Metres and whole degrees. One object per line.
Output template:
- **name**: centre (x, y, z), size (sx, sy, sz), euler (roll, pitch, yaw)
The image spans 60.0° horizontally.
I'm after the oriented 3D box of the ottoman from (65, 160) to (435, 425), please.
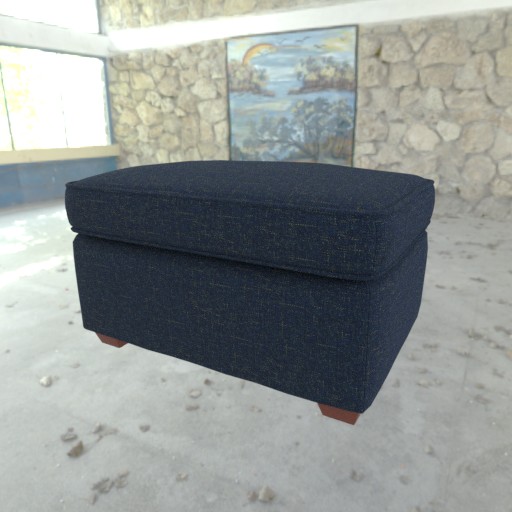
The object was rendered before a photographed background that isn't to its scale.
- **ottoman**: centre (0.000, 0.000, 1.097), size (0.749, 0.450, 0.549), euler (9, 19, 28)
